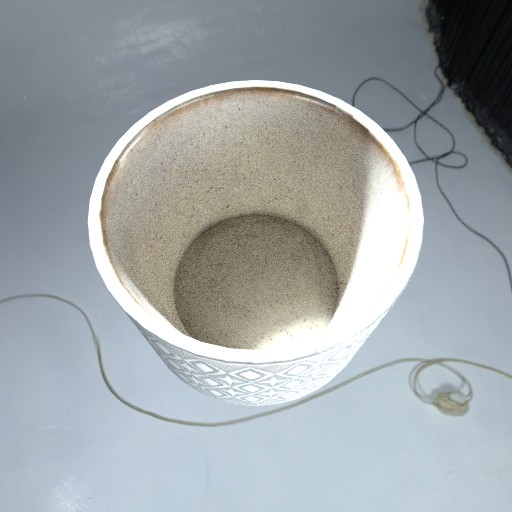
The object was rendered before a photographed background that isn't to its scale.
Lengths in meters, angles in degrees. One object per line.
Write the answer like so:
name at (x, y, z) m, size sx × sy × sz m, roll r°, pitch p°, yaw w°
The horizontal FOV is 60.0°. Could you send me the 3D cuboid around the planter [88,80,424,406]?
planter at (0.000, 0.000, 0.312) m, size 0.186 × 0.144 × 0.186 m, roll 0°, pitch 63°, yaw 0°
